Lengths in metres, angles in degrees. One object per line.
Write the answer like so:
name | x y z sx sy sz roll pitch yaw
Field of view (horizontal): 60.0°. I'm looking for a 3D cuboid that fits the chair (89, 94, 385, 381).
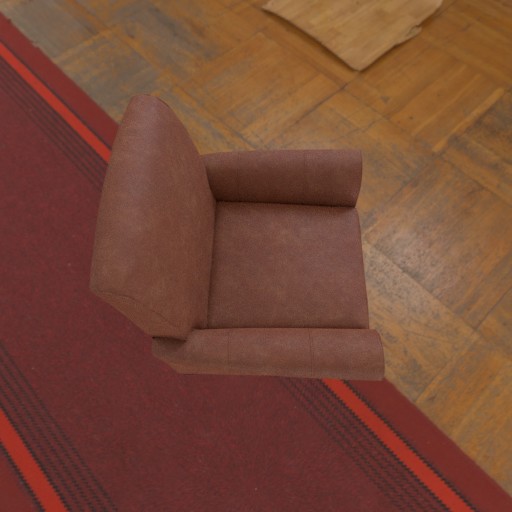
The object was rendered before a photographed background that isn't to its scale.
chair | 0.000 0.000 1.762 0.902 1.061 0.978 1 62 1
